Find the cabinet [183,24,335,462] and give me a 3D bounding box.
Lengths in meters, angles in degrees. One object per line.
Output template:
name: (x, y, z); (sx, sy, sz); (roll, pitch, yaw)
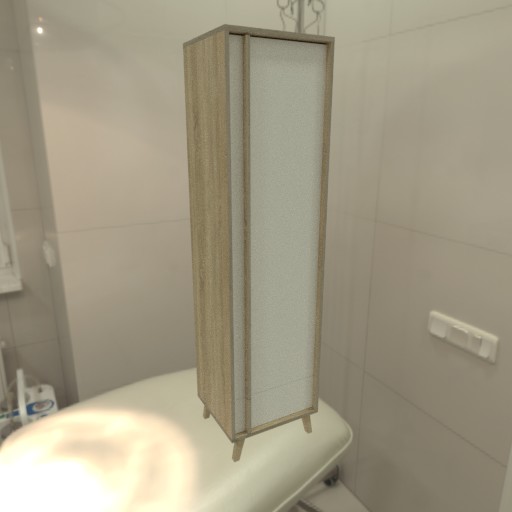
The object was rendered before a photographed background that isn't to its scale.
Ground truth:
cabinet: (0.000, 0.000, 2.209); (0.510, 1.960, 0.450); (-9, 18, -27)
